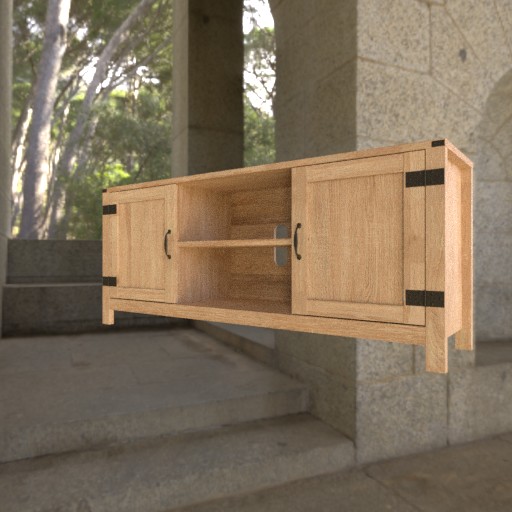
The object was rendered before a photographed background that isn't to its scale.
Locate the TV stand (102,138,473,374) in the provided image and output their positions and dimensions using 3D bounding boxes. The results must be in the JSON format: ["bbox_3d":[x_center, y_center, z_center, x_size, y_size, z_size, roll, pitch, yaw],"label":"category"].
[{"bbox_3d":[0.000,0.000,1.717,1.466,0.610,0.398,0,0,36],"label":"TV stand"}]
